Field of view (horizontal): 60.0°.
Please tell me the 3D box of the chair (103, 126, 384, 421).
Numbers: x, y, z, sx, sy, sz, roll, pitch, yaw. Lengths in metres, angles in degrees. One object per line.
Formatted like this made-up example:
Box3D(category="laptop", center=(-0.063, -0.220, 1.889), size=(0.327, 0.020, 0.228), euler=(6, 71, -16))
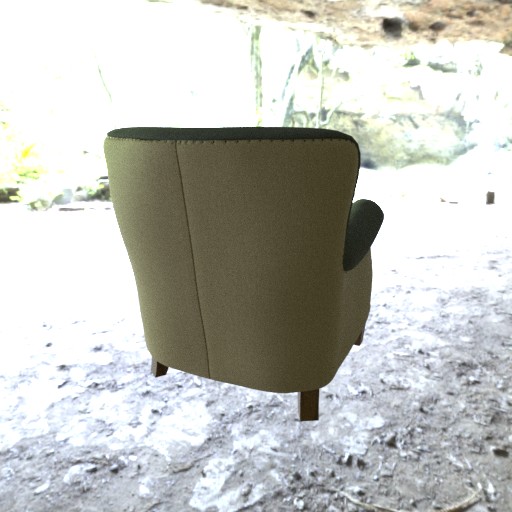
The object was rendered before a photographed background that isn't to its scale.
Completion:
Box3D(category="chair", center=(0.000, 0.000, 1.670), size=(0.861, 0.936, 0.921), euler=(8, 18, 26))
